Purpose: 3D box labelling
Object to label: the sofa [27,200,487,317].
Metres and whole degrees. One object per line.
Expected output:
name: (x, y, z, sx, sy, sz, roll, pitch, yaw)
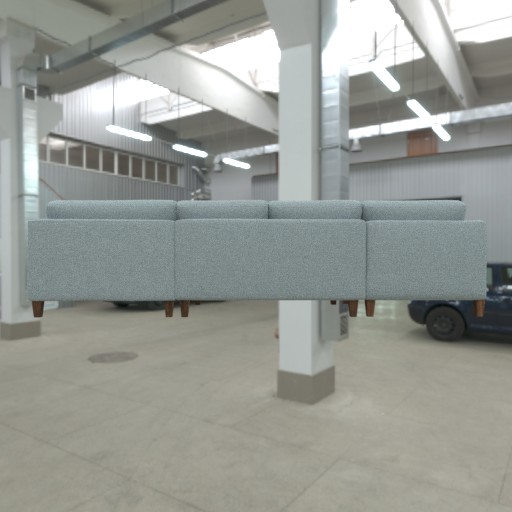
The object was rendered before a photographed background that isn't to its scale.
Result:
sofa: (0.000, 0.000, 4.478, 3.403, 0.889, 2.551, 0, 0, -1)
